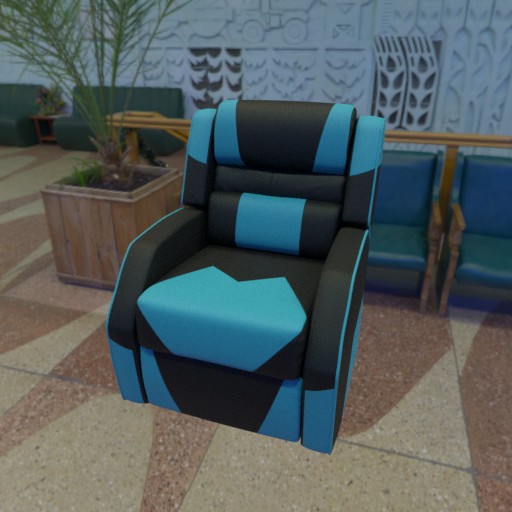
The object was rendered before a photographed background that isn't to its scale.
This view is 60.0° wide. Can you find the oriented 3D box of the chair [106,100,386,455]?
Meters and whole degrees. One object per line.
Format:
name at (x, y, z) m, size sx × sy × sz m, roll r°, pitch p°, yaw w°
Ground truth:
chair at (0.000, 0.000, 1.301) m, size 0.620 × 0.805 × 0.672 m, roll 8°, pitch 27°, yaw 17°
